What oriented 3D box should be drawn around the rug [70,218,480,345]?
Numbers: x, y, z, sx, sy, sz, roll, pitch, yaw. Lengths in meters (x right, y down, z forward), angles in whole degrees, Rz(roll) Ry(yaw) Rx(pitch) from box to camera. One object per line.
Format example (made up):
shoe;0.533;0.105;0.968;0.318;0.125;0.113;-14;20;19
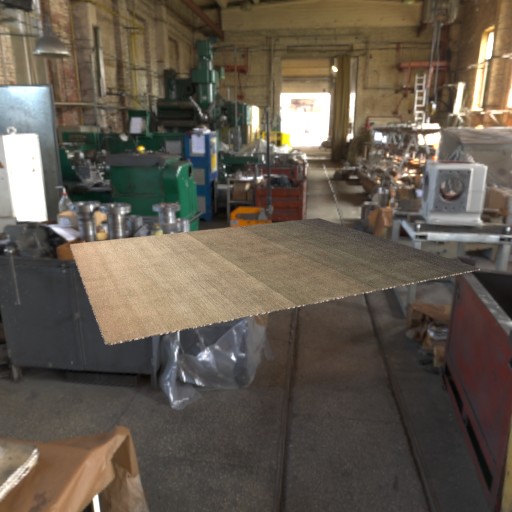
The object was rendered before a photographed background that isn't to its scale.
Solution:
rug;0.000;0.000;3.926;2.902;0.017;2.306;-8;18;-25
